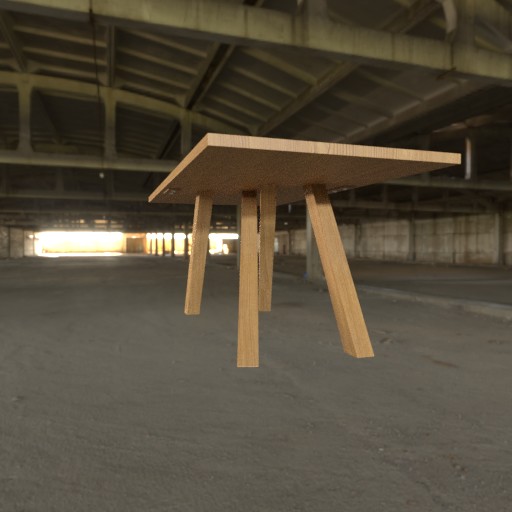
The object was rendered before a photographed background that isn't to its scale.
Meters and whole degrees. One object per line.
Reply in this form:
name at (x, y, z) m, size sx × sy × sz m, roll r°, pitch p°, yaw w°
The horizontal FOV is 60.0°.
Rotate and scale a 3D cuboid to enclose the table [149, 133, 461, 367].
table at (0.000, 0.000, 2.261) m, size 0.901 × 0.750 × 1.797 m, roll 0°, pitch 2°, yaw -19°
